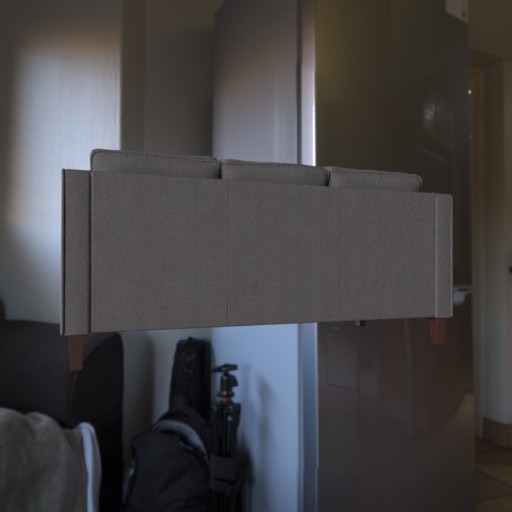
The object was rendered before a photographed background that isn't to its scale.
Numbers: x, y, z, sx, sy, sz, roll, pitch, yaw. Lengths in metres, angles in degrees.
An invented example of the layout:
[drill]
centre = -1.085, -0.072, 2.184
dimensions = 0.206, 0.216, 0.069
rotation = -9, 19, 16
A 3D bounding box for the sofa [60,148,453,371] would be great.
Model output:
[sofa]
centre = 0.000, 0.000, 2.537
dimensions = 1.986, 0.974, 0.911
rotation = 0, -1, -19
